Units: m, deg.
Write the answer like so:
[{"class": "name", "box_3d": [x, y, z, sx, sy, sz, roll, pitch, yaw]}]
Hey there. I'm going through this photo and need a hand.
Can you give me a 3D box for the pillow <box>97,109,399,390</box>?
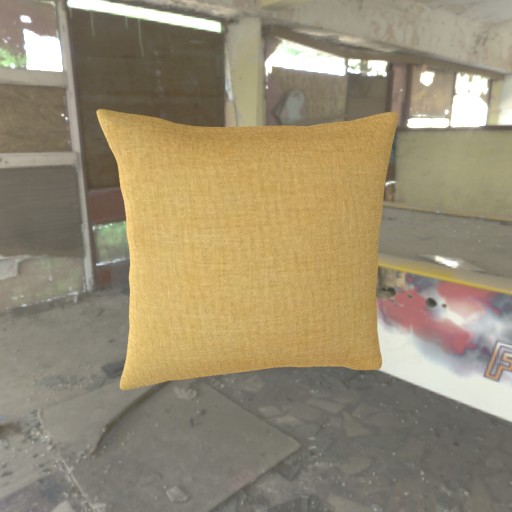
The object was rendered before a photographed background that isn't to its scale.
[{"class": "pillow", "box_3d": [0.000, 0.000, 0.651, 0.419, 0.407, 0.173, -2, 15, -8]}]
